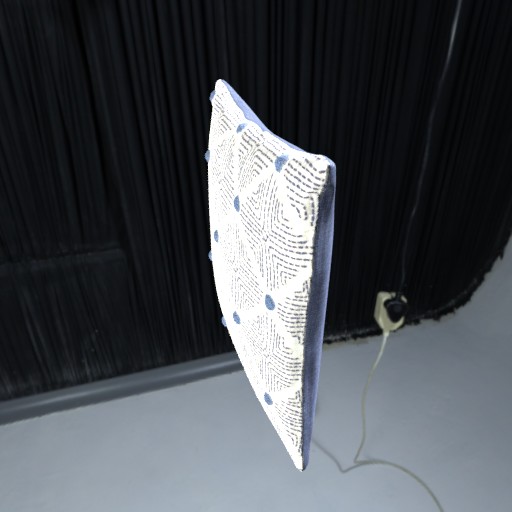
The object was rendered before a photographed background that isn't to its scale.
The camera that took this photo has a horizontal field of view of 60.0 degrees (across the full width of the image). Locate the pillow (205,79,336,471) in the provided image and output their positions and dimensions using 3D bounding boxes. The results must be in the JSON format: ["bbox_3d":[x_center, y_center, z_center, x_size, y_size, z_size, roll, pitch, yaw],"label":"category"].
[{"bbox_3d":[0.000,0.000,0.781,0.145,0.510,0.510,-9,32,-14],"label":"pillow"}]
